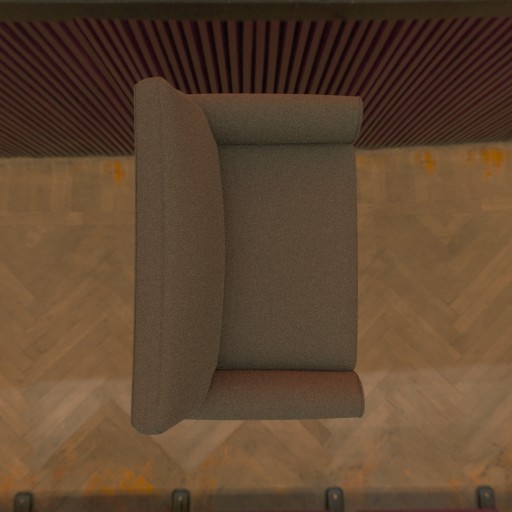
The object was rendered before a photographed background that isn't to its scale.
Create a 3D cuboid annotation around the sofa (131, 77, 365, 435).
[{"bbox_3d":[0.000,0.000,2.002,0.940,0.953,1.410,0,89,-1],"label":"sofa"}]
